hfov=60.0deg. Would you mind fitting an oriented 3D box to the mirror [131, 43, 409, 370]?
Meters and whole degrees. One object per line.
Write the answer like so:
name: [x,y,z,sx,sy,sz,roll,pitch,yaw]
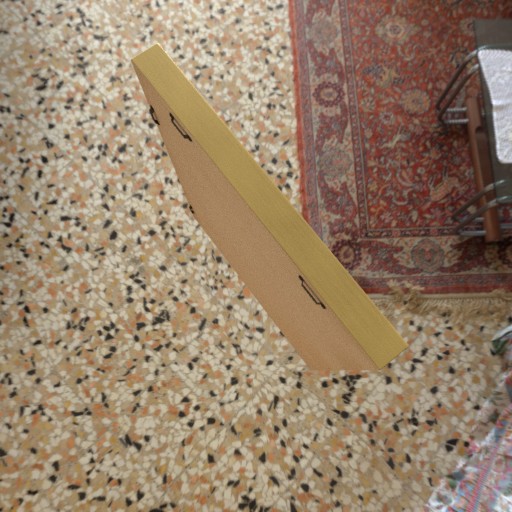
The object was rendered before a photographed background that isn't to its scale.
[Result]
mirror: [0.000,0.000,0.683,0.041,0.508,0.405,-36,78,-9]
